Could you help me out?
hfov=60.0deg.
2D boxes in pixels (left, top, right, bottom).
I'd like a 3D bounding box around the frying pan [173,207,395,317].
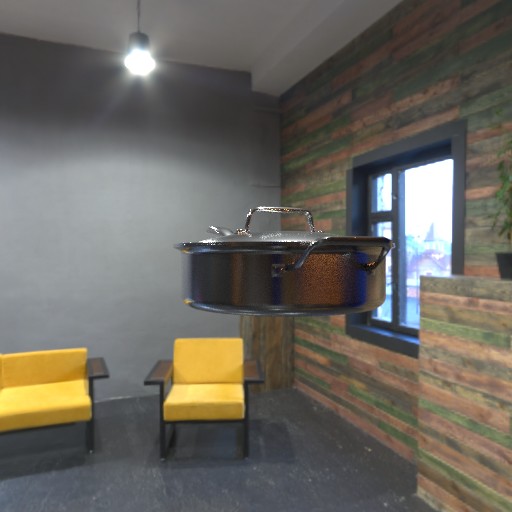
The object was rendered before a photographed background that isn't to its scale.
[{"bbox_3d":[0.000,0.000,0.590,0.245,0.111,0.492,0,0,-20],"label":"frying pan"}]
